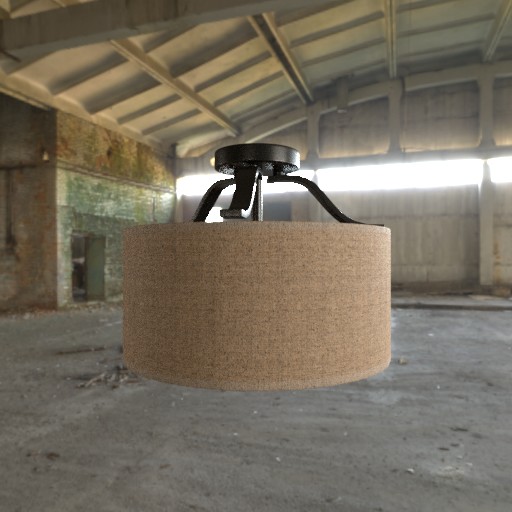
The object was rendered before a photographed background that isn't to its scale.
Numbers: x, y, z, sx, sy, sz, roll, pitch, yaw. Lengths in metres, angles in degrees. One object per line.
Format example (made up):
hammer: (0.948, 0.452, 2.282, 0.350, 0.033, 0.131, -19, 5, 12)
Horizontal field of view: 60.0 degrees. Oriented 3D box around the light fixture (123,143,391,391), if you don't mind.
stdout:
light fixture: (0.000, 0.000, 0.658, 0.390, 0.306, 0.390, 0, 0, 0)
